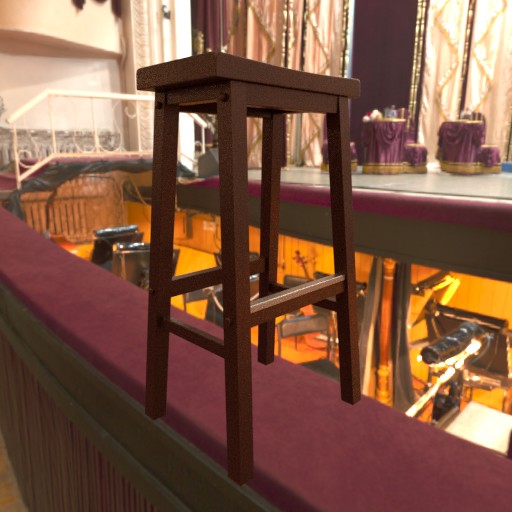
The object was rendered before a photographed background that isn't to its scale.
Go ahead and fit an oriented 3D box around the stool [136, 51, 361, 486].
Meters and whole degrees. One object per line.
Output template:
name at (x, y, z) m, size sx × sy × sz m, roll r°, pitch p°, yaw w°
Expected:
stool at (0.000, 0.000, 0.969) m, size 0.322 × 0.742 × 0.406 m, roll 13°, pitch 19°, yaw 43°
